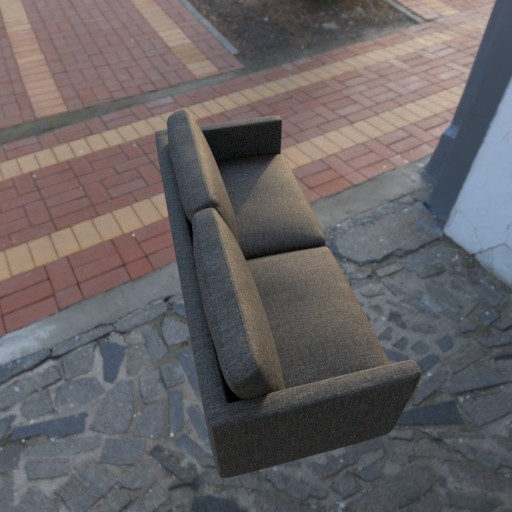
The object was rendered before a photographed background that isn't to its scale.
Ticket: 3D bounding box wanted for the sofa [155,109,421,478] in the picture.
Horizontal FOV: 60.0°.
[{"bbox_3d":[0.000,0.000,2.700,0.948,0.960,2.208,-11,48,-10],"label":"sofa"}]
